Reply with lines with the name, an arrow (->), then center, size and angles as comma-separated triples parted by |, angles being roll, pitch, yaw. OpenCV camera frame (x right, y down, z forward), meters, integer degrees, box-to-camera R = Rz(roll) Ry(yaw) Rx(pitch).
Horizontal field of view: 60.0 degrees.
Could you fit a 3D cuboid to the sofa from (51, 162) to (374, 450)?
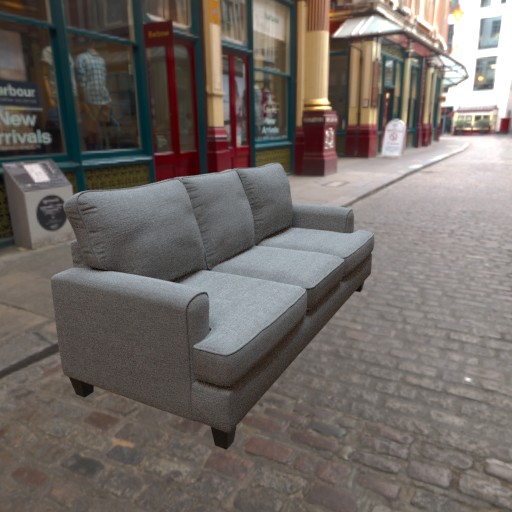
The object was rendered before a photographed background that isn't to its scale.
sofa -> 0.000, 0.000, 2.654 | 0.951, 0.965, 2.158 | 8, 18, 27
